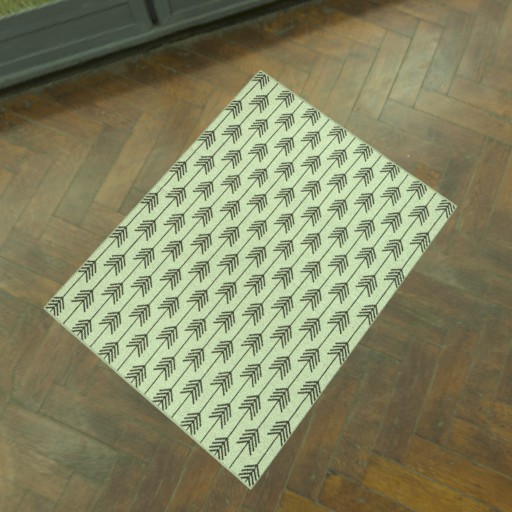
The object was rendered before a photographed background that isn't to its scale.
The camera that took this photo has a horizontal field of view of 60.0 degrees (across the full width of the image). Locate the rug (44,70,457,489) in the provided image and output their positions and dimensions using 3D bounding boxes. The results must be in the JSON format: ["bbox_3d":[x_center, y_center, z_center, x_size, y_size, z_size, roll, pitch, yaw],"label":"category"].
[{"bbox_3d":[0.000,0.000,3.986,2.330,0.010,3.061,38,79,9],"label":"rug"}]
